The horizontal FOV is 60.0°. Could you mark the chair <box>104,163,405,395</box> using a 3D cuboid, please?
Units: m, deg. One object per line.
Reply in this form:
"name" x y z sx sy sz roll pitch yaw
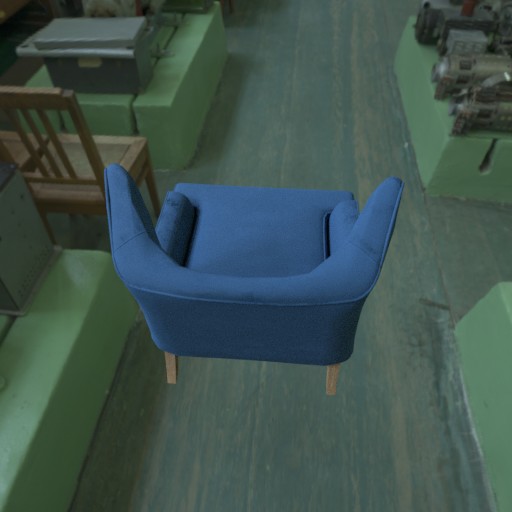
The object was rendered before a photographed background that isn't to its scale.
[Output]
"chair" 0.000 0.000 1.598 0.793 0.952 0.910 3 48 3
